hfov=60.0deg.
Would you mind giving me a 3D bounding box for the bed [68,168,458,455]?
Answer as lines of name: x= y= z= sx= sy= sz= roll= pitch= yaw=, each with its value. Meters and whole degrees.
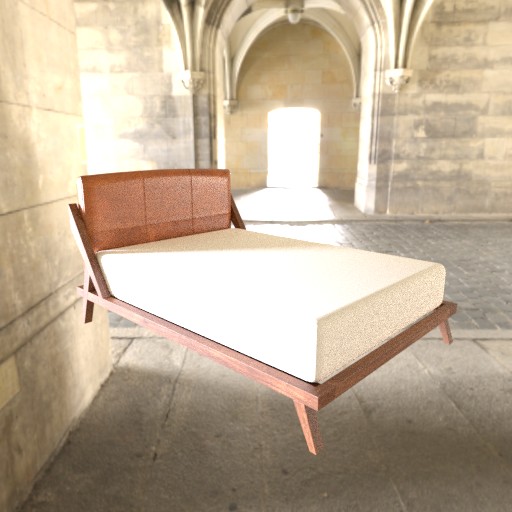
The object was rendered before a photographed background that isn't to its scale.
bed: x=0.000 y=0.000 z=3.213 sx=2.311 sy=1.168 sz=1.651 roll=13 pitch=19 yaw=42
